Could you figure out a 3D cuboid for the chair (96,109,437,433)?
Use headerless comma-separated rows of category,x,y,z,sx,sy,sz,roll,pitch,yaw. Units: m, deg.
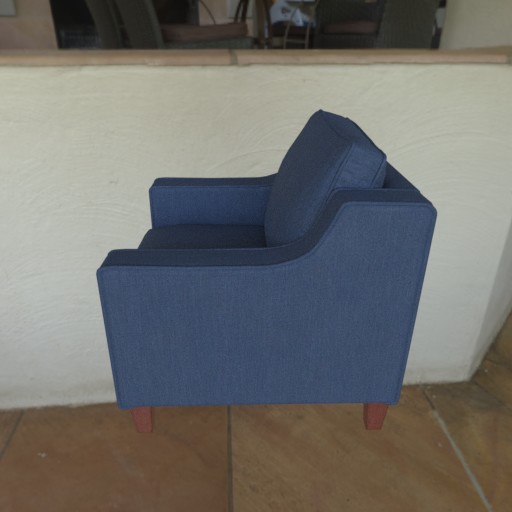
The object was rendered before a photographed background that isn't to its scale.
chair,0.000,0.000,1.627,0.909,0.960,0.831,0,27,-1
